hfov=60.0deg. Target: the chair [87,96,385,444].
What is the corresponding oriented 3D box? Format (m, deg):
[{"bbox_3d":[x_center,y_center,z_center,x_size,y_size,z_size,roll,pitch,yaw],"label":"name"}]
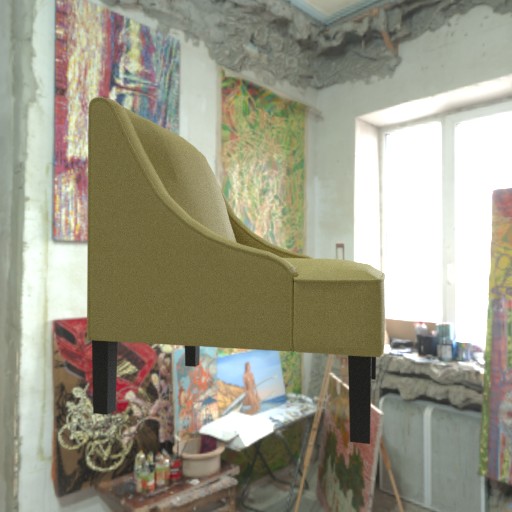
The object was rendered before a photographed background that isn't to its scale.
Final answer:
[{"bbox_3d":[0.000,0.000,1.459,0.814,0.896,0.696,0,-1,16],"label":"chair"}]
